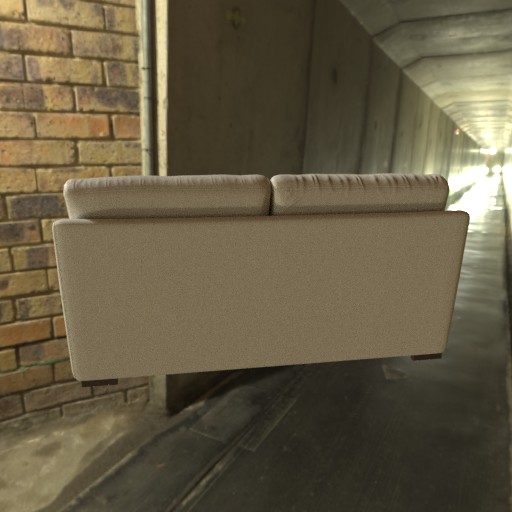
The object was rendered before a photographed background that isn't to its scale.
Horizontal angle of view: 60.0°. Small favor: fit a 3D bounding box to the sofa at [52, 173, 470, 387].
[{"bbox_3d":[0.000,0.000,2.479,1.880,0.940,1.143,-2,14,-9],"label":"sofa"}]
